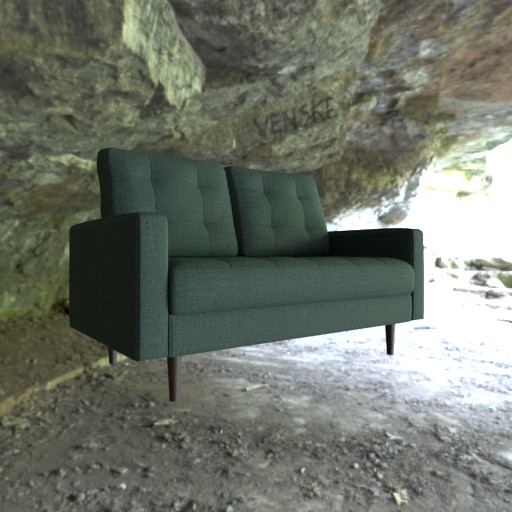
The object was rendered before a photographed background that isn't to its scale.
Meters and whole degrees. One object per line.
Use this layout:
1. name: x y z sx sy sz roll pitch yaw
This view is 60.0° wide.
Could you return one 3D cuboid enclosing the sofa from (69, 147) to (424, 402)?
1. sofa: 0.000 0.000 1.974 1.407 0.907 0.842 0 0 -36
